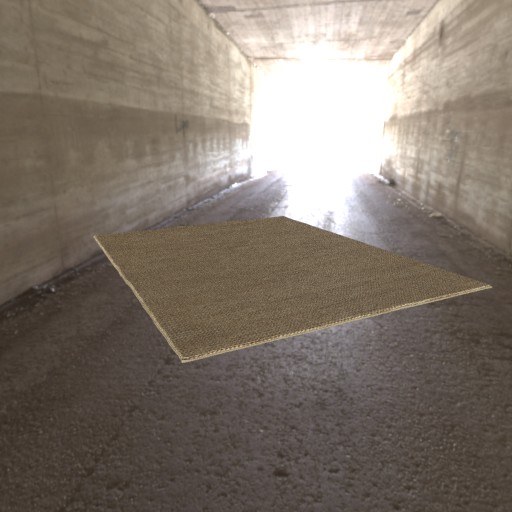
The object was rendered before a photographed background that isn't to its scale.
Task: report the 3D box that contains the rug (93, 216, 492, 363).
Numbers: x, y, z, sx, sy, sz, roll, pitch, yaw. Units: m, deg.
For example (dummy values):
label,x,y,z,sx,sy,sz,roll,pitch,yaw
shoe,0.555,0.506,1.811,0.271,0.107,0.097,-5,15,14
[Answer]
label,x,y,z,sx,sy,sz,roll,pitch,yaw
rug,0.000,0.000,4.082,2.429,0.030,3.052,-8,18,-26
